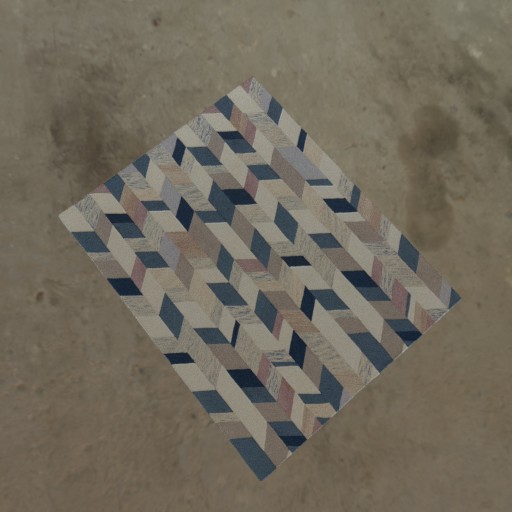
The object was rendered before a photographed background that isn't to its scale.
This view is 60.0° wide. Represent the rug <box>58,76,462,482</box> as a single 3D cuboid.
[{"bbox_3d":[0.000,0.000,4.194,2.451,0.011,3.072,-39,79,-9],"label":"rug"}]
